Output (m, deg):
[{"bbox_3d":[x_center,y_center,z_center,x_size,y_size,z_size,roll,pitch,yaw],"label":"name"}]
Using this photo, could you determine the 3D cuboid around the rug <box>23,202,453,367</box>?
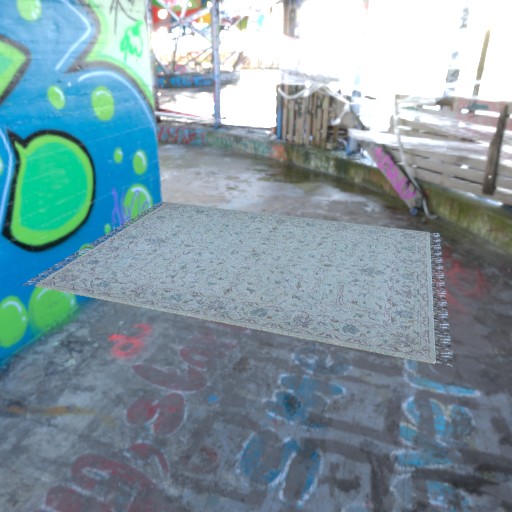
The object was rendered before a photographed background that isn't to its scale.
[{"bbox_3d":[0.000,0.000,2.264,1.802,0.008,1.247,8,27,17],"label":"rug"}]
